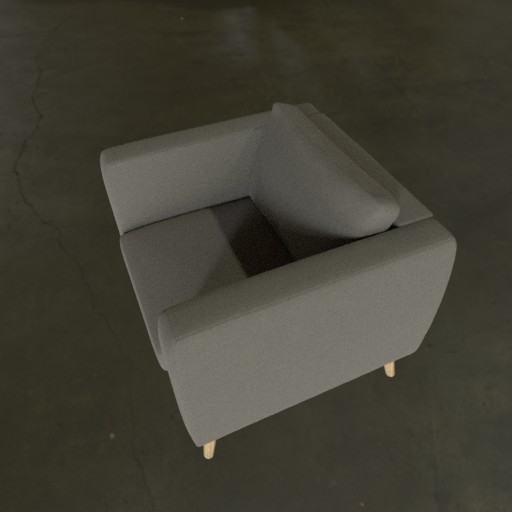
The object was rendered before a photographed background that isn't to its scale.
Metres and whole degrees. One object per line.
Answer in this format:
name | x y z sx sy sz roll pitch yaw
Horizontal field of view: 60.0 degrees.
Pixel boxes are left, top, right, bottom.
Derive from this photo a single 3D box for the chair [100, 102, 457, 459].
chair | 0.000 0.000 1.696 0.930 0.860 1.000 -18 49 -16
